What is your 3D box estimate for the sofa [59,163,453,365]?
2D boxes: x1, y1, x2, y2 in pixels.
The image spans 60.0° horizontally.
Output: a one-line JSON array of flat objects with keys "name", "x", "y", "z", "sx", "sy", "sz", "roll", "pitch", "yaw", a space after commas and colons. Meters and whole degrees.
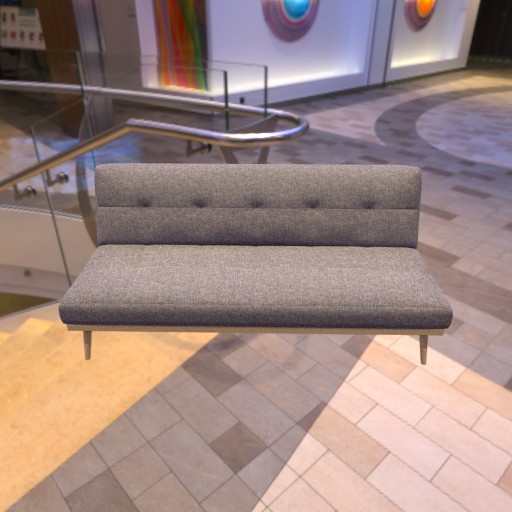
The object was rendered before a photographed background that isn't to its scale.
[{"name": "sofa", "x": 0.000, "y": 0.000, "z": 2.330, "sx": 1.820, "sy": 0.770, "sz": 0.820, "roll": 1, "pitch": 30, "yaw": 1}]
